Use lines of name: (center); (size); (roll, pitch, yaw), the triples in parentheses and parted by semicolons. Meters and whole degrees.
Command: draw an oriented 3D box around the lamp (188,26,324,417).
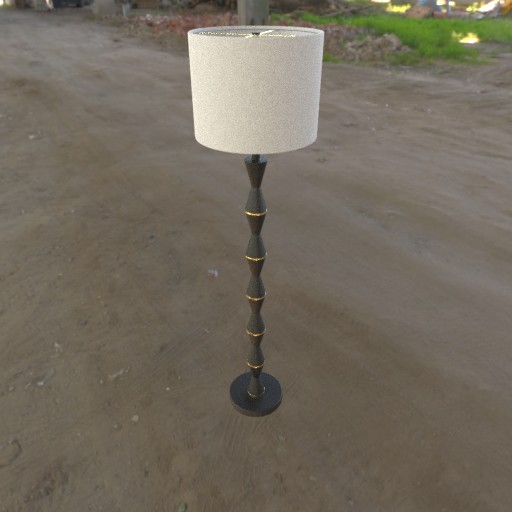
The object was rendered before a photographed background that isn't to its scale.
lamp: (0.000, 0.000, 1.629); (0.381, 1.480, 0.381); (11, 33, 17)
